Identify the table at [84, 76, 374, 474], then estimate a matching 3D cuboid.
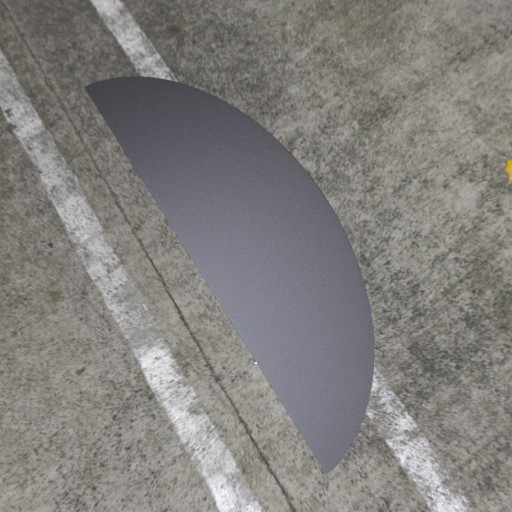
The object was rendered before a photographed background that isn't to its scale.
[{"bbox_3d":[0.000,0.000,1.561,0.394,0.780,1.219,-32,79,-7],"label":"table"}]
